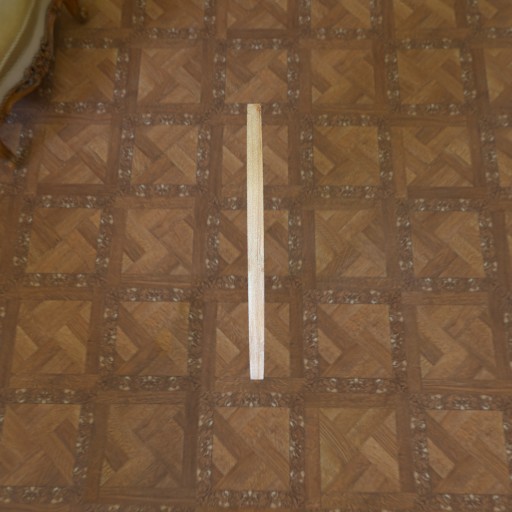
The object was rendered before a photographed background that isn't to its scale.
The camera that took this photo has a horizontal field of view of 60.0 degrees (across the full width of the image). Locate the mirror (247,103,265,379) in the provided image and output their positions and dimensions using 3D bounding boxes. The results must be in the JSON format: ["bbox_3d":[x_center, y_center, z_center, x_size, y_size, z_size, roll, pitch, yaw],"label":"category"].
[{"bbox_3d":[0.000,0.000,1.234,0.032,0.920,0.660,-1,75,0],"label":"mirror"}]
